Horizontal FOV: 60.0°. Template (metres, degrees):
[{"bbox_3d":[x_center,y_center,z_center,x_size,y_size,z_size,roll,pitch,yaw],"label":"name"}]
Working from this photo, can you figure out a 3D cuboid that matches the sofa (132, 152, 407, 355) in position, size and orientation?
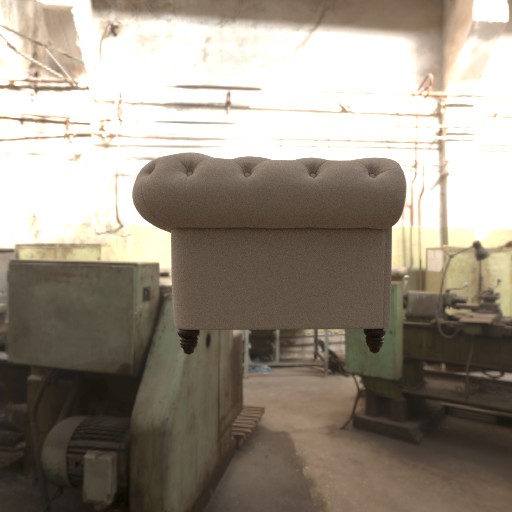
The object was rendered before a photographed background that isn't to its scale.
[{"bbox_3d":[0.000,0.000,2.477,0.986,0.764,1.998,0,0,-2],"label":"sofa"}]
